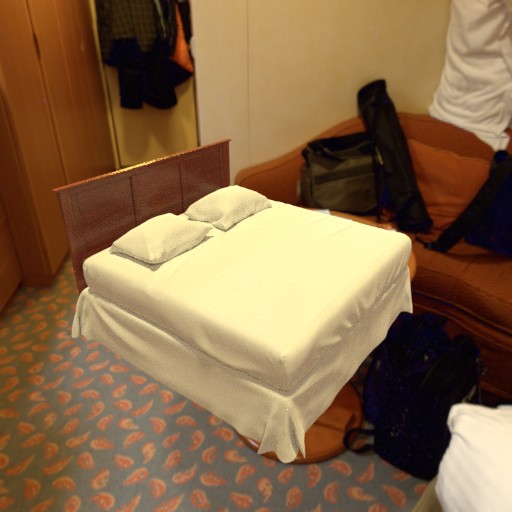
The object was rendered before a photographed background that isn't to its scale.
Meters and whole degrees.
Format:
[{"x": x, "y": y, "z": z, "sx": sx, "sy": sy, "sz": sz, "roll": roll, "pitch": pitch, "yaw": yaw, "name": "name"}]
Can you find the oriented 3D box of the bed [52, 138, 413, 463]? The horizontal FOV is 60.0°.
[{"x": 0.000, "y": 0.000, "z": 3.679, "sx": 2.219, "sy": 1.271, "sz": 2.314, "roll": 19, "pitch": 33, "yaw": 32, "name": "bed"}]
